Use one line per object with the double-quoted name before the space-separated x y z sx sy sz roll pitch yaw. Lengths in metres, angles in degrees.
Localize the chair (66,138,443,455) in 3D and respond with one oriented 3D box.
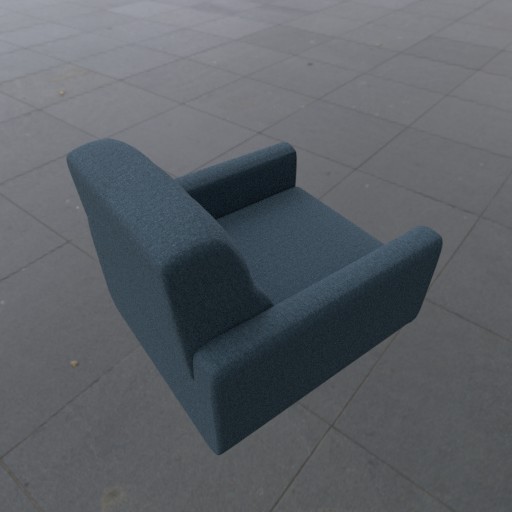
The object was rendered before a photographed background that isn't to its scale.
"chair" 0.000 0.000 1.629 0.964 0.940 0.880 -26 48 -26
